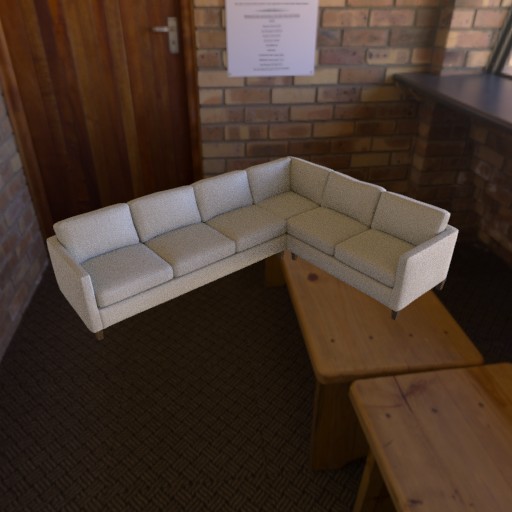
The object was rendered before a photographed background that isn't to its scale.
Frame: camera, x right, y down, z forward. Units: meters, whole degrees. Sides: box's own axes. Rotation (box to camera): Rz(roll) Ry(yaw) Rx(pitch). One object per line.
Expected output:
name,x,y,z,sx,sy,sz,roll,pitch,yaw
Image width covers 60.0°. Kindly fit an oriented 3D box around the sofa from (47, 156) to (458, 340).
sofa,0.000,0.000,4.516,3.333,0.934,2.522,-23,38,-33
